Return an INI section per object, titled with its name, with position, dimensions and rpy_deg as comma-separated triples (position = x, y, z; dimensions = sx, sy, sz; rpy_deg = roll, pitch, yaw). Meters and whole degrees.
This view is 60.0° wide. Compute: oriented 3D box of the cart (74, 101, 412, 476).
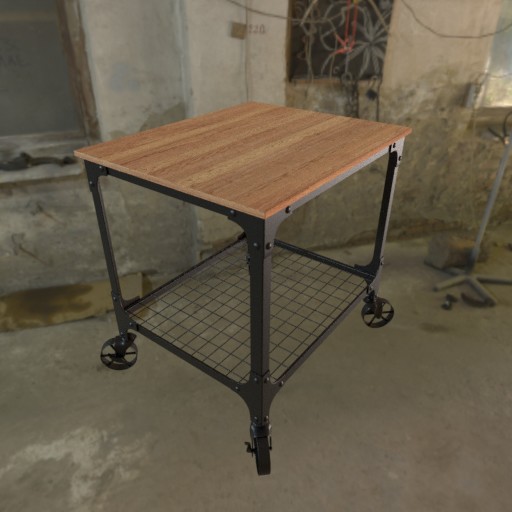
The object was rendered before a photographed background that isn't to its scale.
[cart]
position = 0.000, 0.000, 1.129
dimensions = 0.558, 0.603, 0.666
rpy_deg = 21, 37, 31
